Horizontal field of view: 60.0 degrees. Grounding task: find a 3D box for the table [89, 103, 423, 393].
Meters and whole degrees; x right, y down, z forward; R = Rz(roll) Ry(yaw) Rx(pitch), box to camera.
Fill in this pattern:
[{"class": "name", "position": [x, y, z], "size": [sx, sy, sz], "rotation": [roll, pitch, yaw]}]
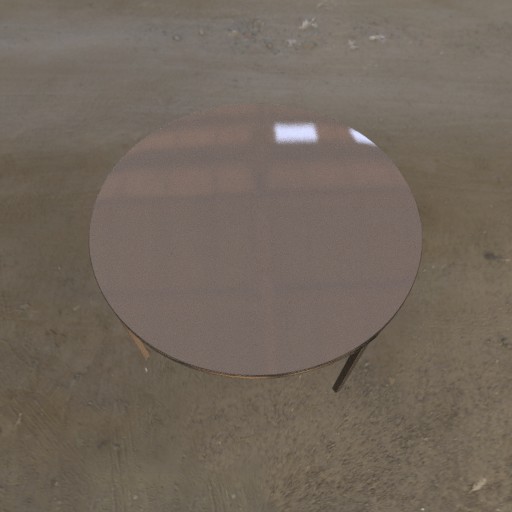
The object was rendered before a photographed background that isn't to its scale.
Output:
[{"class": "table", "position": [0.000, 0.000, 1.249], "size": [0.800, 0.400, 0.800], "rotation": [0, 58, 0]}]
